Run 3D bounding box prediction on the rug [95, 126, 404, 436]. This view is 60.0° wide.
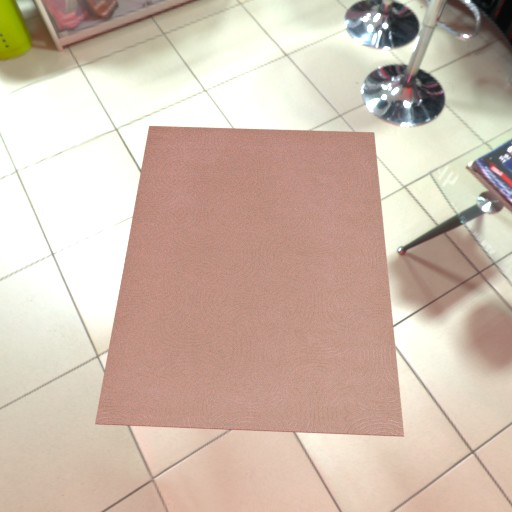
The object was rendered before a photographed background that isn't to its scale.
[{"bbox_3d":[0.000,0.000,3.517,2.073,0.011,2.584,2,65,1],"label":"rug"}]
